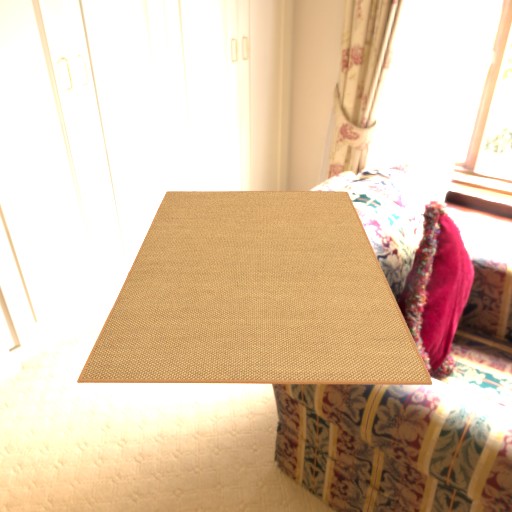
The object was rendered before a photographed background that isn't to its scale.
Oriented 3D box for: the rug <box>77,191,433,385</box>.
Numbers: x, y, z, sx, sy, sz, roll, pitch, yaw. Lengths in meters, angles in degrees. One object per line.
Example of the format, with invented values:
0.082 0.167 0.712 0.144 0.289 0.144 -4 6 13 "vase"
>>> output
0.000 0.000 2.799 1.524 0.013 2.134 0 31 0 "rug"
